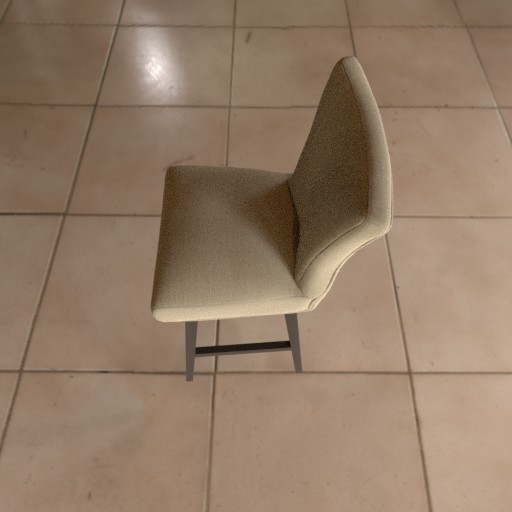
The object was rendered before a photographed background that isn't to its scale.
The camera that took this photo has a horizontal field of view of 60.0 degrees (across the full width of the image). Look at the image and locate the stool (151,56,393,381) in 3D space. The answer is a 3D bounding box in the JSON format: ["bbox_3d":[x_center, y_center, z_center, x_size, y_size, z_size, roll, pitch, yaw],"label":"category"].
[{"bbox_3d":[0.000,0.000,1.414,0.574,1.086,0.514,-1,60,0],"label":"stool"}]
